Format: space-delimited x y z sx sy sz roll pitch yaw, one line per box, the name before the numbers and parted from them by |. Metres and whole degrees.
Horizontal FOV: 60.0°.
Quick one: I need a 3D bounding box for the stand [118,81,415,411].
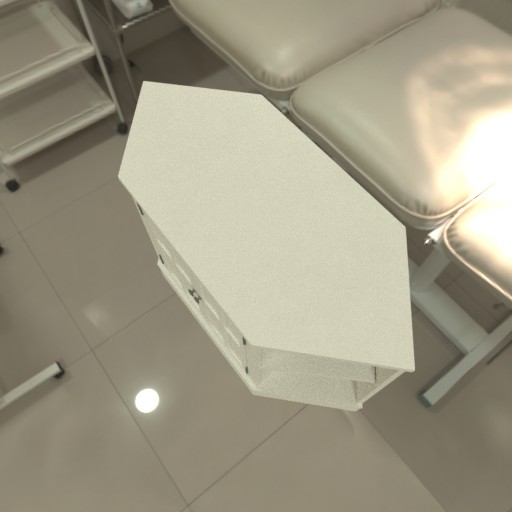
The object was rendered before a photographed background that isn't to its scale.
stand | 0.000 0.000 1.382 0.477 0.614 1.072 -35 68 -16
